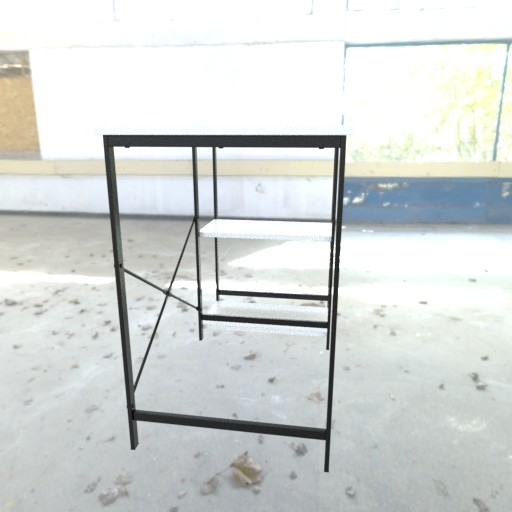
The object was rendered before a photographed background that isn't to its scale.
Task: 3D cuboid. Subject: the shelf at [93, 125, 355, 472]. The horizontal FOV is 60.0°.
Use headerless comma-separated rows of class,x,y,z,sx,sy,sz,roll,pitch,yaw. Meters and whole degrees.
shelf,0.000,0.000,1.350,0.498,0.750,0.902,2,16,9
